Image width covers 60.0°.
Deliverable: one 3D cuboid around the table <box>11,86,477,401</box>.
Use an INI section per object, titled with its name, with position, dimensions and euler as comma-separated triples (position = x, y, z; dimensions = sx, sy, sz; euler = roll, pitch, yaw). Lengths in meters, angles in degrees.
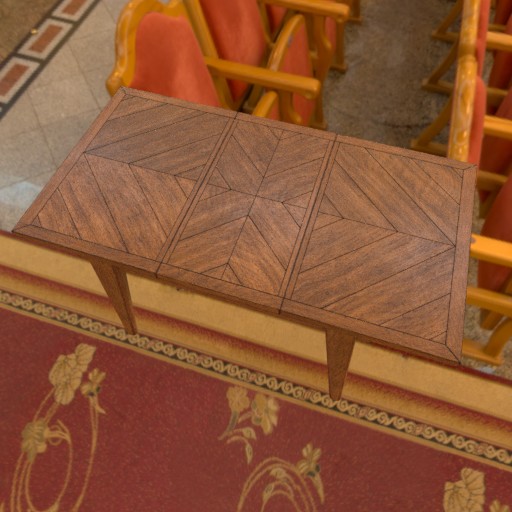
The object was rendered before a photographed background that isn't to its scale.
[table]
position = 0.000, 0.000, 1.813
dimensions = 1.400, 0.760, 0.757
euler = 15, 59, 9
